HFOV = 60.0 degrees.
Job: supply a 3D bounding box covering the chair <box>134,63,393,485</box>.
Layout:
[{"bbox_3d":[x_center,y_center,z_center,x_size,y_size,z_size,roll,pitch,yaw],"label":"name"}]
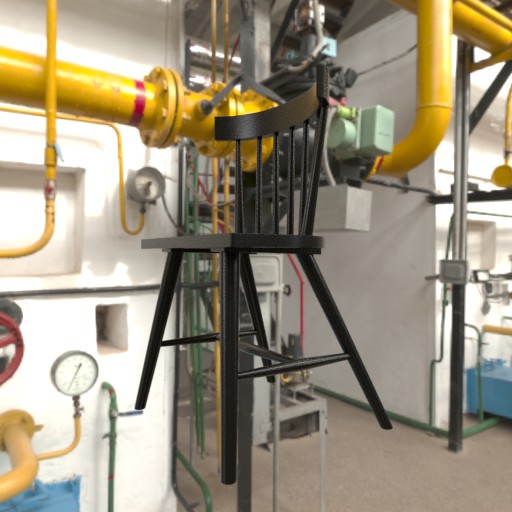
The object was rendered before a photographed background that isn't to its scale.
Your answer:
[{"bbox_3d":[0.000,0.000,1.156,0.483,0.844,0.506,0,0,-35],"label":"chair"}]
